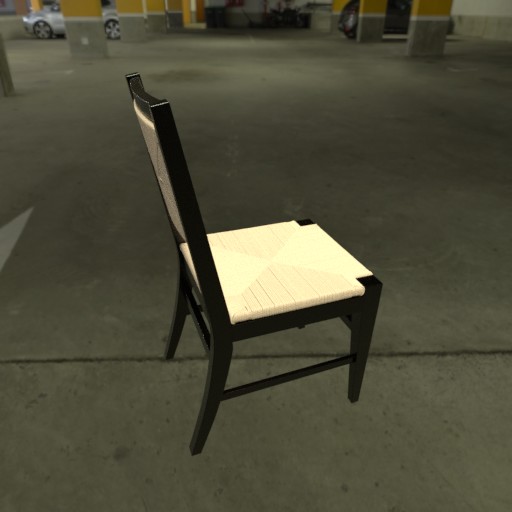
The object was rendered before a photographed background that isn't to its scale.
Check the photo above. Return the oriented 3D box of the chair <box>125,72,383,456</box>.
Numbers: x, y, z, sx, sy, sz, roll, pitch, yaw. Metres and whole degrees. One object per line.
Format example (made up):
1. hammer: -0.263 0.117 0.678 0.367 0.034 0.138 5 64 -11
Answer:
1. chair: 0.000 0.000 1.237 0.552 0.927 0.437 -10 31 -17
